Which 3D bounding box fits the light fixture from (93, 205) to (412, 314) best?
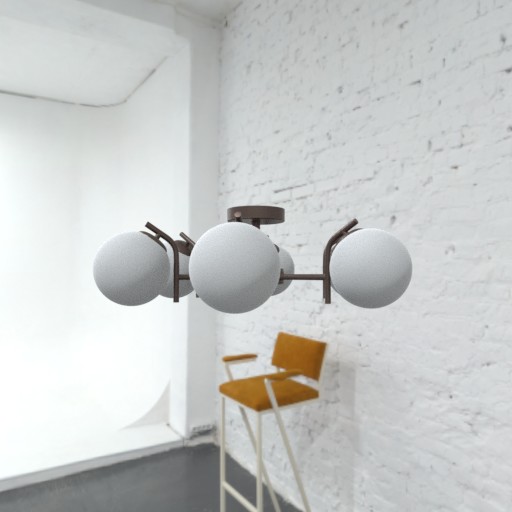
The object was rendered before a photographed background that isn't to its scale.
[{"bbox_3d":[0.000,0.000,0.959,0.662,0.201,0.662,0,-2,0],"label":"light fixture"}]
